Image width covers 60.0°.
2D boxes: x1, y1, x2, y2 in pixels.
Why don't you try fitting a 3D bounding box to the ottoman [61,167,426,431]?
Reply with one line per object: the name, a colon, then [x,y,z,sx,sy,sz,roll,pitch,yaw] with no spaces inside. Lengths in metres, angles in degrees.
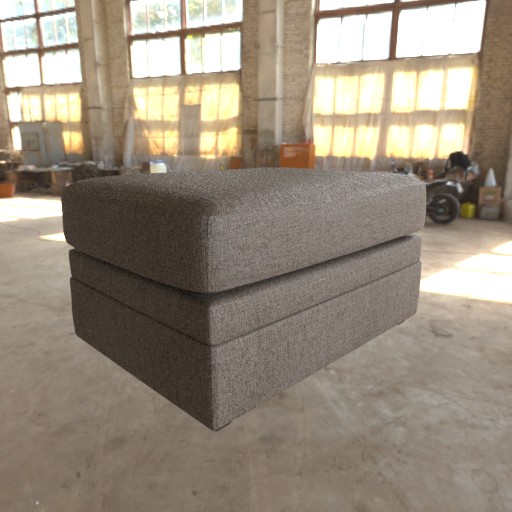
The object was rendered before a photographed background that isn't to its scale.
ottoman: [0.000,0.000,1.275,0.885,0.478,0.637,-14,20,-43]
